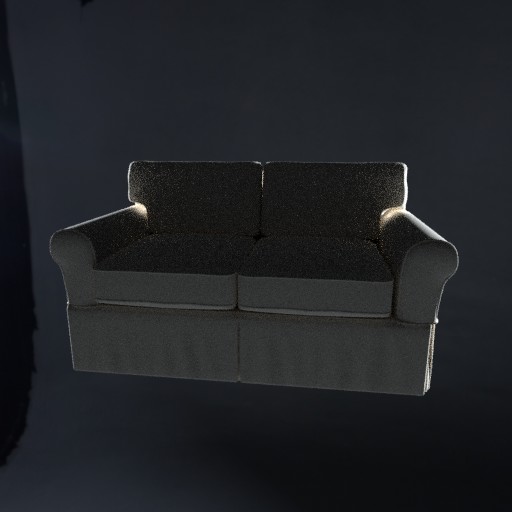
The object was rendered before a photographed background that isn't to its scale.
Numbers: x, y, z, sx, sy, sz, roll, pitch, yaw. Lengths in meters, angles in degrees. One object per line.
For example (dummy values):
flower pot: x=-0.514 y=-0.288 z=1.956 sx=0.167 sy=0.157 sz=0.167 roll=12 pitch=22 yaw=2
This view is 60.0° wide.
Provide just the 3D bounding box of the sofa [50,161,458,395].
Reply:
sofa: x=0.000 y=0.000 z=2.311 sx=1.727 sy=0.940 sz=0.991 roll=2 pitch=14 yaw=8
